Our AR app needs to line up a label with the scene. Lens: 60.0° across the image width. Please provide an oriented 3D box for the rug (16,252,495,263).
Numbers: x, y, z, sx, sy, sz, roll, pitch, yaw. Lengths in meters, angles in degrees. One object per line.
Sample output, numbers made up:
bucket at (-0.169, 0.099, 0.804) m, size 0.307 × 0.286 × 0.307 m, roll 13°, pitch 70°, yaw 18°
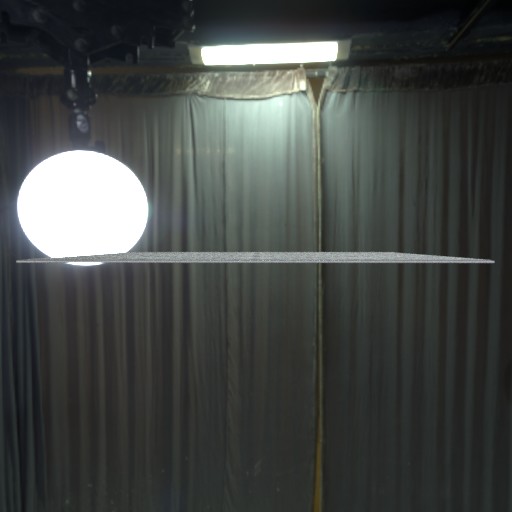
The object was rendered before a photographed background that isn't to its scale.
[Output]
rug at (0.000, 0.000, 2.850) m, size 2.213 × 0.014 × 1.608 m, roll 0°, pitch 2°, yaw 1°
